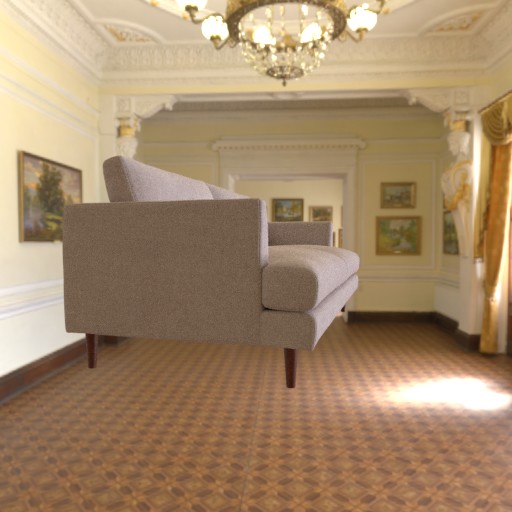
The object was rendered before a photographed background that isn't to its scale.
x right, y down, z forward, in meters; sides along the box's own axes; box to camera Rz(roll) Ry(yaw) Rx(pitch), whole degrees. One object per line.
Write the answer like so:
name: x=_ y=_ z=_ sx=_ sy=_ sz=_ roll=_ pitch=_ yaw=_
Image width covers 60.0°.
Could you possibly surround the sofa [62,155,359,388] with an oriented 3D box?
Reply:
sofa: x=0.000 y=0.000 z=2.519 sx=1.020 sy=0.868 sz=1.948 roll=1 pitch=2 yaw=17
